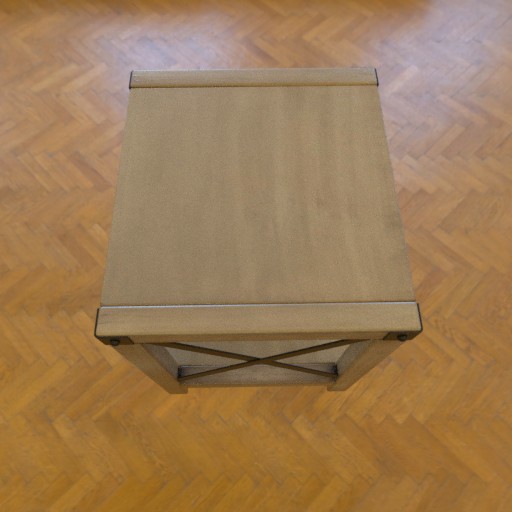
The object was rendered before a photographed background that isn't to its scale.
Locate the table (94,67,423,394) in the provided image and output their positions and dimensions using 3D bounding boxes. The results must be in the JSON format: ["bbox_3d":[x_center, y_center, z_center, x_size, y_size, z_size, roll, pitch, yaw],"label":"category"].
[{"bbox_3d":[0.000,0.000,0.954,0.459,0.561,0.510,-1,65,0],"label":"table"}]
